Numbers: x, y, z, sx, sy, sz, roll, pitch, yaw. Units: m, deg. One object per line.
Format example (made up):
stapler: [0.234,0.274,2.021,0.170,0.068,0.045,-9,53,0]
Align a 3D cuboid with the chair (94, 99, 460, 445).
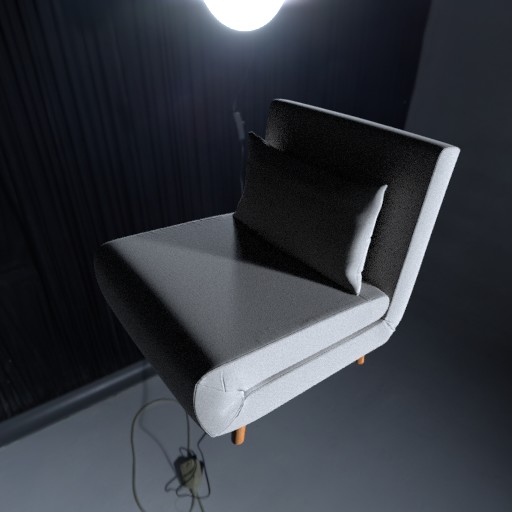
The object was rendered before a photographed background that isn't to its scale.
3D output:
chair: [0.000,0.000,1.478,0.902,0.808,0.770,-21,37,-30]
